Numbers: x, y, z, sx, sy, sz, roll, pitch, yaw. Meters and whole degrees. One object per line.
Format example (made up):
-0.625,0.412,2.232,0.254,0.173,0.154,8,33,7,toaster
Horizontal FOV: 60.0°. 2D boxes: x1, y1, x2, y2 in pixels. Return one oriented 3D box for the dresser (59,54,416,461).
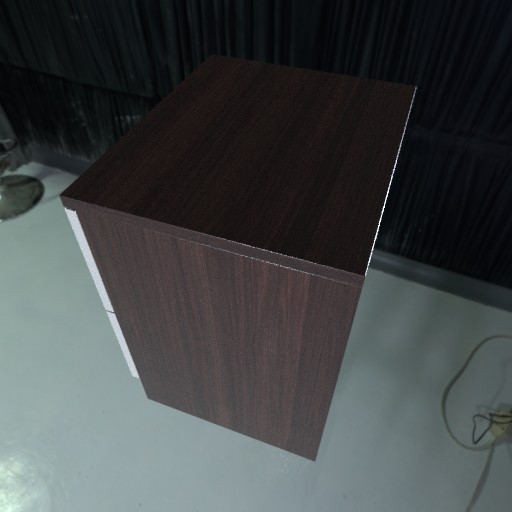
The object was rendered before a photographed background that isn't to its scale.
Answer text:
0.000,0.000,0.743,0.360,0.470,0.400,15,48,14,dresser
